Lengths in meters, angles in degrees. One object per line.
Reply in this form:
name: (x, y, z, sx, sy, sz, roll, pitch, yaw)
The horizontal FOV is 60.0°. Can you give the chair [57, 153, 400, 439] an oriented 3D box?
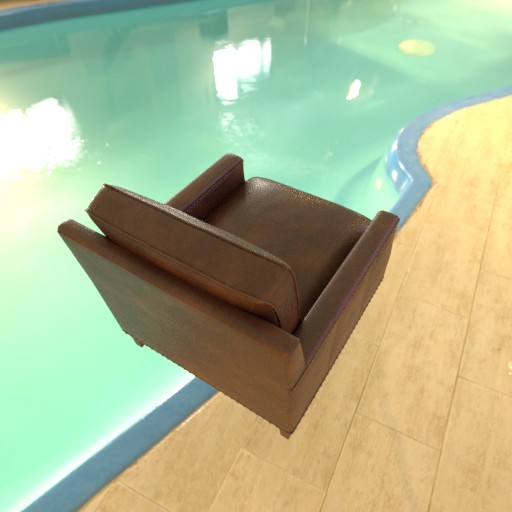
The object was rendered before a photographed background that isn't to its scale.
chair: (0.000, 0.000, 1.760, 0.853, 0.929, 1.014, 25, 52, 22)
